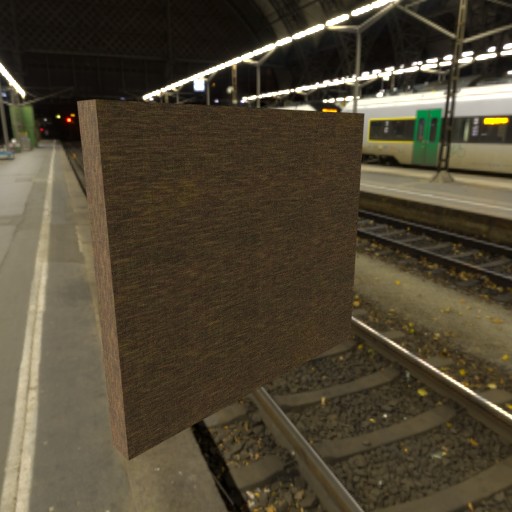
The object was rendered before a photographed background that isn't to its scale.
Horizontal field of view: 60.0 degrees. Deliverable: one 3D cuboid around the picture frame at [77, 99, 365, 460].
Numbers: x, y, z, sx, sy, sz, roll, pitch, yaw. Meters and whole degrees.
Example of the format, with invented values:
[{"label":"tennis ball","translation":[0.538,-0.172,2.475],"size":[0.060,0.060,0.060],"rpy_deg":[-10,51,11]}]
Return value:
[{"label":"picture frame","translation":[0.000,0.000,0.523],"size":[0.378,0.330,0.033],"rpy_deg":[-15,21,-43]}]
